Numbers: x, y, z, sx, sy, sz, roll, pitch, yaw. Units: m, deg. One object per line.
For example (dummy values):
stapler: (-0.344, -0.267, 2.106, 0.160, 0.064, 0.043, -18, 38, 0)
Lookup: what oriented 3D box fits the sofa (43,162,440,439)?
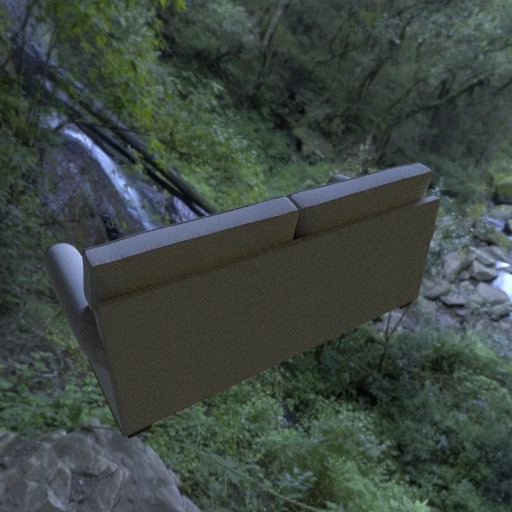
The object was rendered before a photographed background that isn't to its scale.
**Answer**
sofa: (0.000, 0.000, 2.585, 2.146, 0.962, 0.901, -18, 35, -28)
